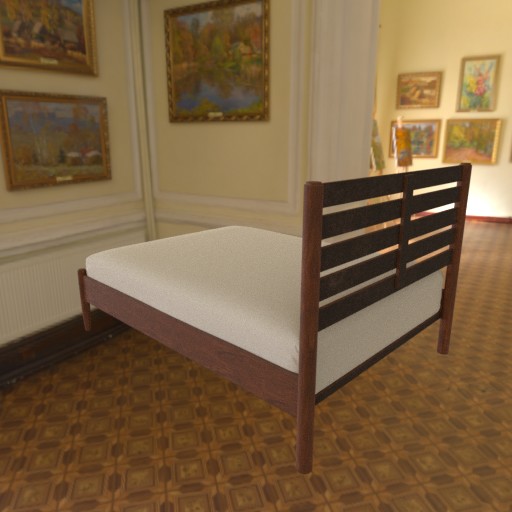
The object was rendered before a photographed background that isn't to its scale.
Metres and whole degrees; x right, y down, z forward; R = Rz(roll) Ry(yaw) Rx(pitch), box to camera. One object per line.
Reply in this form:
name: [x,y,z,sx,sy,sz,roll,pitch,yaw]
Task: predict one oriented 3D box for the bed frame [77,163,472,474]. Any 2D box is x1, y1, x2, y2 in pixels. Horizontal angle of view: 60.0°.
bed frame: [0.000,0.000,3.152,2.234,1.321,1.655,15,21,42]
